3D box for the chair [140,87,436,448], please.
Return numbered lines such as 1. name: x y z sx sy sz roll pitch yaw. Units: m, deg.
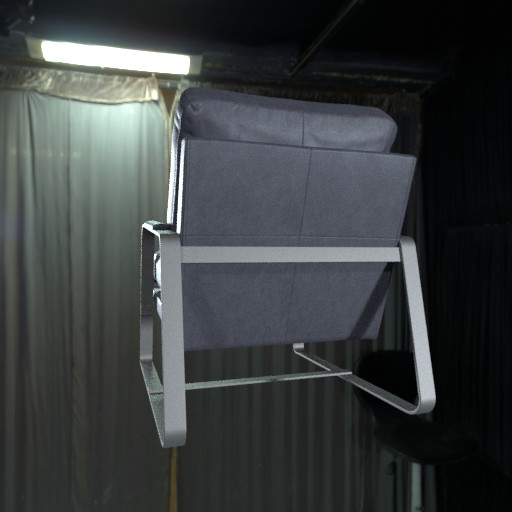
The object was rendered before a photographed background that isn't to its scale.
1. chair: 0.000 0.000 1.452 0.692 0.839 0.878 0 0 -18
